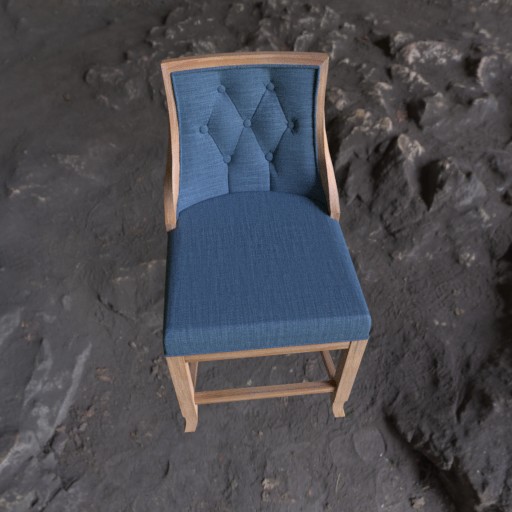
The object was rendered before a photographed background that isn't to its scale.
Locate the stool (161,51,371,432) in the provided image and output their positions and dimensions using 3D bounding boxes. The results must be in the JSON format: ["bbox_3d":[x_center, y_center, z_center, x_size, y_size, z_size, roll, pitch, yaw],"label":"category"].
[{"bbox_3d":[0.000,0.000,1.309,0.524,0.938,0.626,-4,47,-4],"label":"stool"}]
